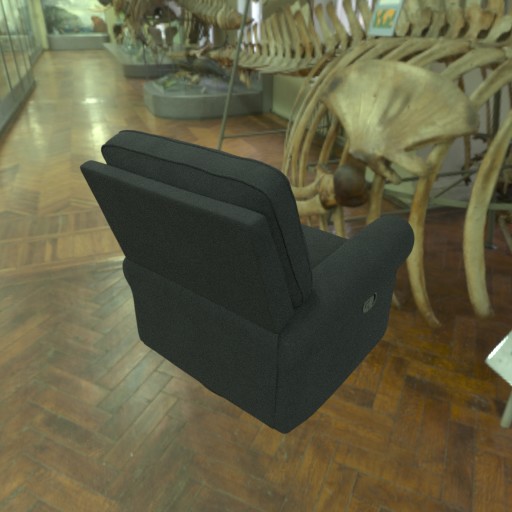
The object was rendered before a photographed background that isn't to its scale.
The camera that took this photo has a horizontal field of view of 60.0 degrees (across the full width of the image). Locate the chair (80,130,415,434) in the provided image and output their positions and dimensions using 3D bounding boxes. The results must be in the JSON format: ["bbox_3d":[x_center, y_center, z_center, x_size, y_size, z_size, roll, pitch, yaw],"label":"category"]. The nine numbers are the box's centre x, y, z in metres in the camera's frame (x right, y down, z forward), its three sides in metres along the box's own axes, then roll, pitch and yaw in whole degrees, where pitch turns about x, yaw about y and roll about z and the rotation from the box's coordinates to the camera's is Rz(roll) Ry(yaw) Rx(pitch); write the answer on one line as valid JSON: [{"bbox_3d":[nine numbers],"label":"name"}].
[{"bbox_3d":[0.000,0.000,1.657,0.890,0.961,0.878,22,35,34],"label":"chair"}]
